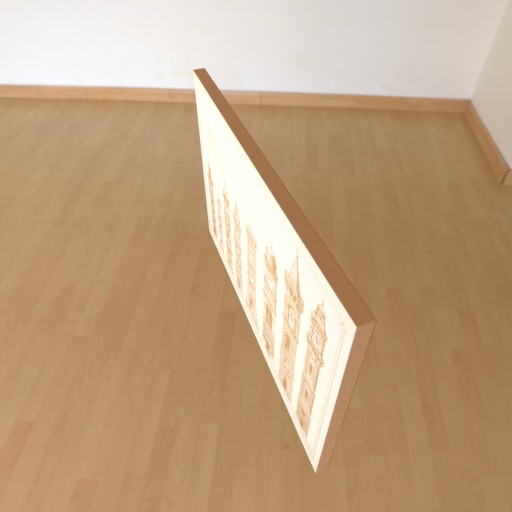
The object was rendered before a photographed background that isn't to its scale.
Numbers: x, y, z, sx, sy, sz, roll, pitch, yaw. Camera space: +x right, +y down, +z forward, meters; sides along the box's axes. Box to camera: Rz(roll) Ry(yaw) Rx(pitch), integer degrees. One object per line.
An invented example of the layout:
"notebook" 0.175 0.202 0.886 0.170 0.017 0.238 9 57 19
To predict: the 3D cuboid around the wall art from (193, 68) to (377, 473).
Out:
"wall art" 0.000 0.000 1.152 0.033 0.608 0.915 -15 48 -14
